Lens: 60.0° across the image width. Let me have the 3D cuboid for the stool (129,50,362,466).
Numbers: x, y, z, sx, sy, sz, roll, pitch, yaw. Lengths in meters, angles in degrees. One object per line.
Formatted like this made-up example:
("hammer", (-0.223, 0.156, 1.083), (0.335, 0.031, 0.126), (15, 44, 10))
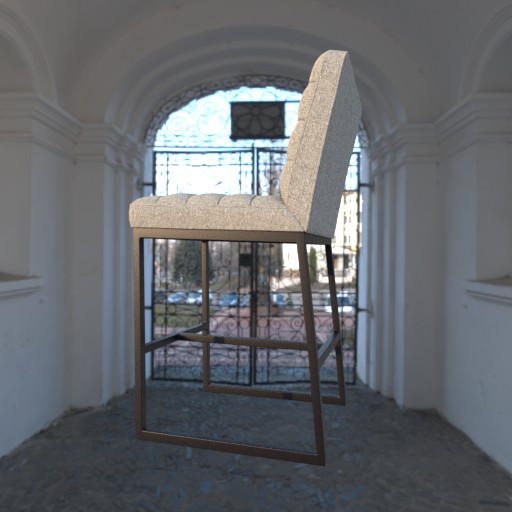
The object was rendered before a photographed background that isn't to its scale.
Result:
("stool", (0.000, 0.000, 1.267), (0.560, 0.940, 0.460), (0, 0, 18))
